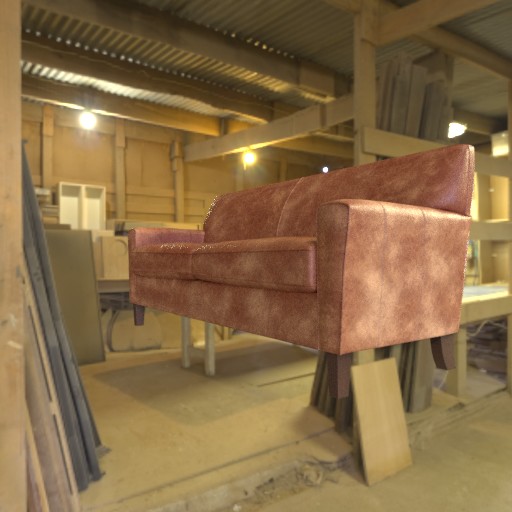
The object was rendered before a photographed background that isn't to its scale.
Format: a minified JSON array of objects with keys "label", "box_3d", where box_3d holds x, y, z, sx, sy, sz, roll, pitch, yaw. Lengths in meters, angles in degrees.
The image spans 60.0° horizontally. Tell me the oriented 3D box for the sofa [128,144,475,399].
[{"label":"sofa","box_3d":[0.000,0.000,2.445,0.805,0.947,2.053,0,0,-35]}]
